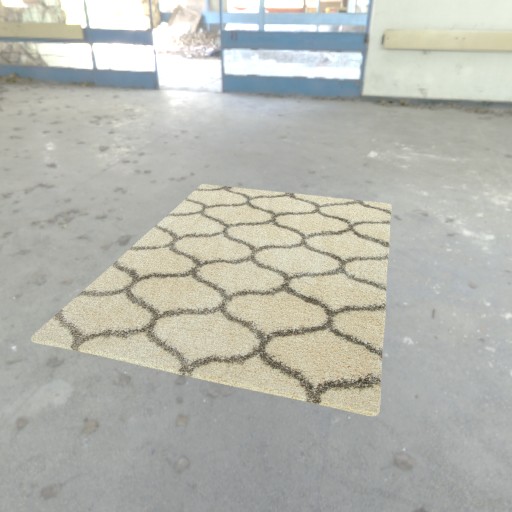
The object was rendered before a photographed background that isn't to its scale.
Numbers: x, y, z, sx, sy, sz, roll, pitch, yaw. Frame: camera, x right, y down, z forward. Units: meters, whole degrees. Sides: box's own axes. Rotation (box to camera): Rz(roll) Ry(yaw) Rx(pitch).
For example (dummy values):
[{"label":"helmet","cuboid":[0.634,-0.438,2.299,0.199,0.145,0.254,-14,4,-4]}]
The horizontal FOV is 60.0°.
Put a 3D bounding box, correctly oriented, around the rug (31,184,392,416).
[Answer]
[{"label":"rug","cuboid":[0.000,0.000,2.083,1.200,0.025,1.600,8,31,14]}]
